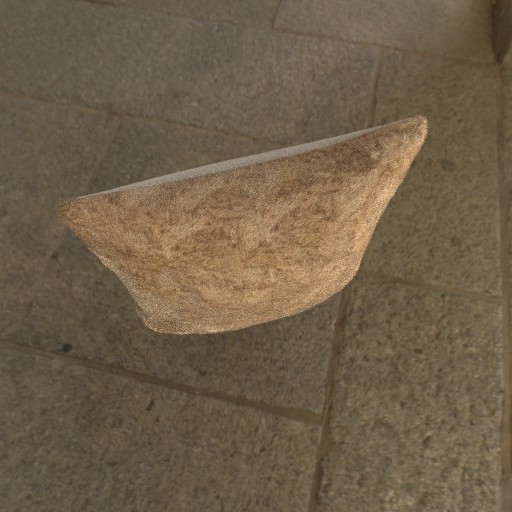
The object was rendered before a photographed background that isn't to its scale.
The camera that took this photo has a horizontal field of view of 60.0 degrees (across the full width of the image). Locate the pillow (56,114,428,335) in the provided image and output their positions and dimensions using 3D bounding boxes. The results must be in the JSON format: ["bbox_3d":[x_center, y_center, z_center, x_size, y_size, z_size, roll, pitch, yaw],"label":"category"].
[{"bbox_3d":[0.000,0.000,0.822,0.538,0.525,0.216,-14,65,-7],"label":"pillow"}]
